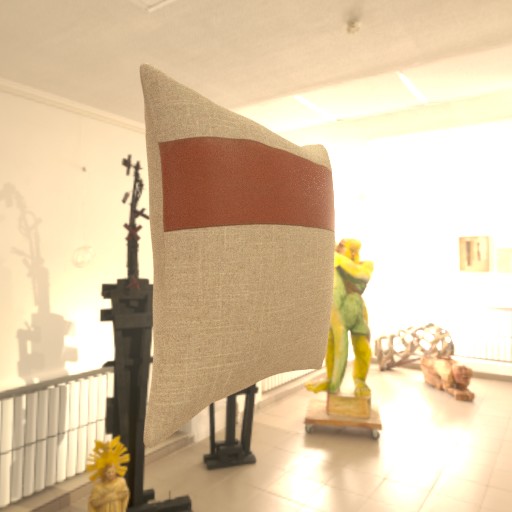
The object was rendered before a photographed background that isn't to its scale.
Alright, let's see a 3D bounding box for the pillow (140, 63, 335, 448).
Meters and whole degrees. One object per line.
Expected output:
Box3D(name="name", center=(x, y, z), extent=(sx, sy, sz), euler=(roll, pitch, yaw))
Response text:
Box3D(name="pillow", center=(0.000, 0.000, 0.624), extent=(0.173, 0.399, 0.414), euler=(0, 0, 34))
